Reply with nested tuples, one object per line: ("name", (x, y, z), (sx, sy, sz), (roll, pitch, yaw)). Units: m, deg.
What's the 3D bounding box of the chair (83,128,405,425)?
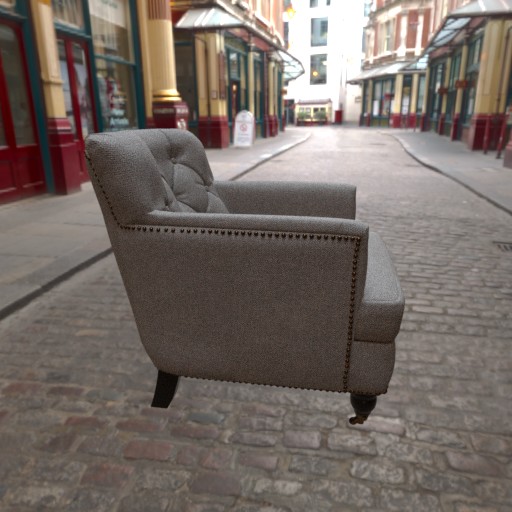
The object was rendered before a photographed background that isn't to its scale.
("chair", (0.000, 0.000, 1.503), (0.902, 0.823, 0.737), (3, 17, 9))
